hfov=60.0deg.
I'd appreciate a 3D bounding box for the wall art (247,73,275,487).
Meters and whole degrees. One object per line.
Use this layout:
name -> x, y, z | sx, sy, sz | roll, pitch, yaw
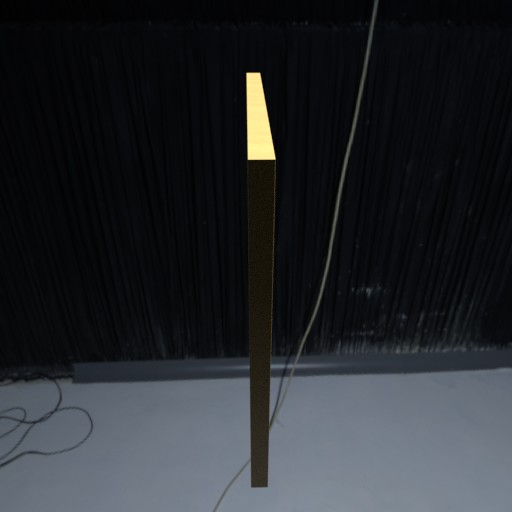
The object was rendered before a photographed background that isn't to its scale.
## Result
wall art -> 0.000, 0.000, 2.876 | 0.097, 1.936, 1.935 | -1, 31, -1
